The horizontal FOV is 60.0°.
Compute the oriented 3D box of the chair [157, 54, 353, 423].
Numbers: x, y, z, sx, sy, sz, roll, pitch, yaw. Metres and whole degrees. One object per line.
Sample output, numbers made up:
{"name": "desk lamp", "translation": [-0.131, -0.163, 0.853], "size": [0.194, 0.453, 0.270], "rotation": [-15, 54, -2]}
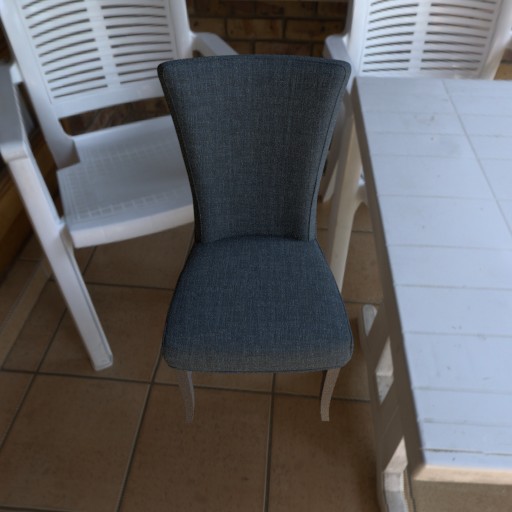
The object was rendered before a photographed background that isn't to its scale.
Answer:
{"name": "chair", "translation": [0.000, 0.000, 1.357], "size": [0.520, 0.991, 0.660], "rotation": [-1, 47, -1]}
